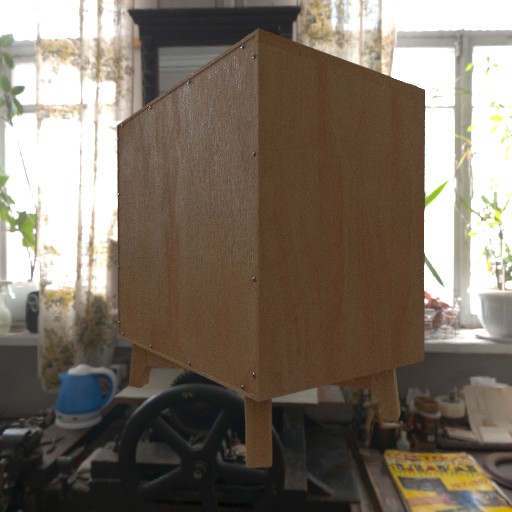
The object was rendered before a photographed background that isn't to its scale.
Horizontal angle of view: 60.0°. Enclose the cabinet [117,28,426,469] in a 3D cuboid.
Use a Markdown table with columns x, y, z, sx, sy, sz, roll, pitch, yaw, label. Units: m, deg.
| x | y | z | sx | sy | sz | roll | pitch | yaw | label |
| --- | --- | --- | --- | --- | --- | --- | --- | --- | --- |
| 0.000 | 0.000 | 0.917 | 0.394 | 0.599 | 0.551 | -1 | 1 | -36 | cabinet |
